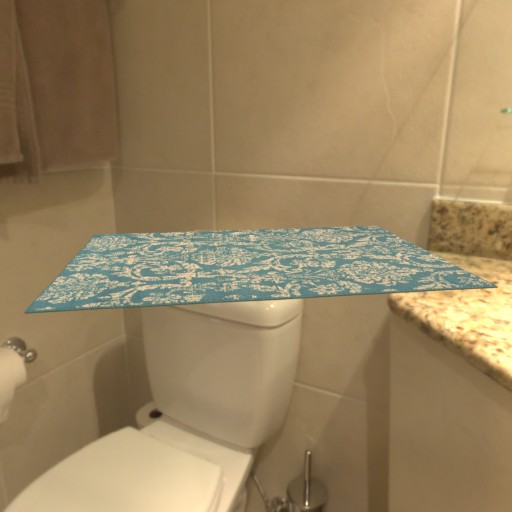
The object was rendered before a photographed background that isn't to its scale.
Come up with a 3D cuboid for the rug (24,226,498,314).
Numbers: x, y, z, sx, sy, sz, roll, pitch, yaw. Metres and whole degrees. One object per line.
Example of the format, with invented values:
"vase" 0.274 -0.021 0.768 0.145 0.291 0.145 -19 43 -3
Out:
"rug" 0.000 0.000 2.268 1.833 0.012 1.211 -2 16 -8
